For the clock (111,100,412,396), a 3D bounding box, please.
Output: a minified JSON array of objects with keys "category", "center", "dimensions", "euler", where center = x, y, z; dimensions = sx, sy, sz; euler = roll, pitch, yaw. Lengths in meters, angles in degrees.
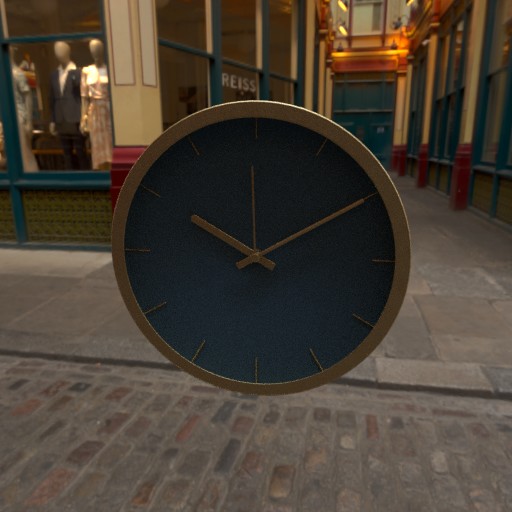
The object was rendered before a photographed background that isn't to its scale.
[{"category":"clock","center":[0.000,0.000,0.476],"dimensions":[0.314,0.314,0.040],"euler":[3,15,10]}]
